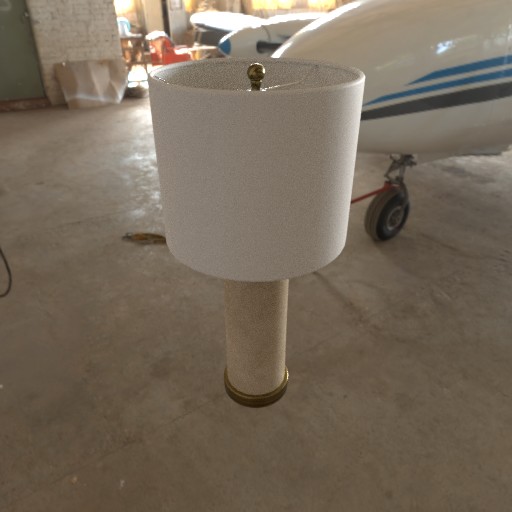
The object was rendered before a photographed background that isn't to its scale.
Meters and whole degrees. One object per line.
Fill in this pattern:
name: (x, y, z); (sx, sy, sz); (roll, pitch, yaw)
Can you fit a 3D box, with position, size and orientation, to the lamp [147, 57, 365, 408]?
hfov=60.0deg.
lamp: (0.000, 0.000, 0.789); (0.305, 0.634, 0.305); (1, 31, 1)
